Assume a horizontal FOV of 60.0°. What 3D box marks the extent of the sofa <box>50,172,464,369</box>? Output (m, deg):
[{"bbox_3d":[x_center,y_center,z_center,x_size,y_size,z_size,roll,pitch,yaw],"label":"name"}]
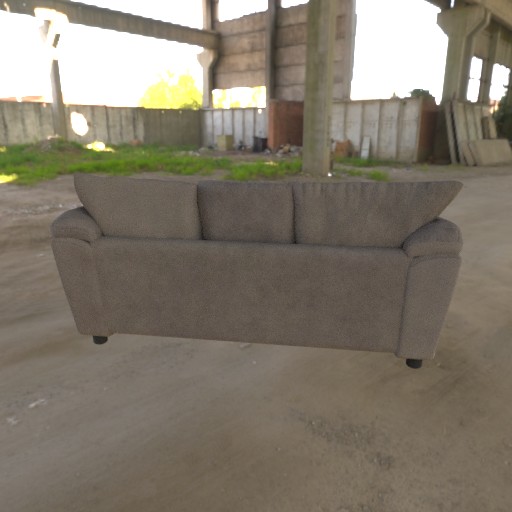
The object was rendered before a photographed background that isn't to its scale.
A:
[{"bbox_3d":[0.000,0.000,2.814,2.336,1.073,0.878,2,17,8],"label":"sofa"}]
